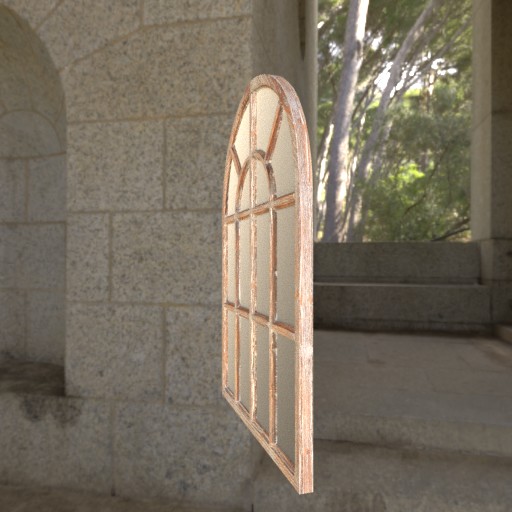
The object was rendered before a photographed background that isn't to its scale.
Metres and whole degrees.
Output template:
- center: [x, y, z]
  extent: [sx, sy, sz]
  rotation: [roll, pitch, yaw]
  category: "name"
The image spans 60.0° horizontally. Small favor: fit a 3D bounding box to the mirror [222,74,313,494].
- center: [0.000, 0.000, 1.174]
  extent: [0.032, 0.920, 0.660]
  rotation: [0, 0, -17]
  category: "mirror"
